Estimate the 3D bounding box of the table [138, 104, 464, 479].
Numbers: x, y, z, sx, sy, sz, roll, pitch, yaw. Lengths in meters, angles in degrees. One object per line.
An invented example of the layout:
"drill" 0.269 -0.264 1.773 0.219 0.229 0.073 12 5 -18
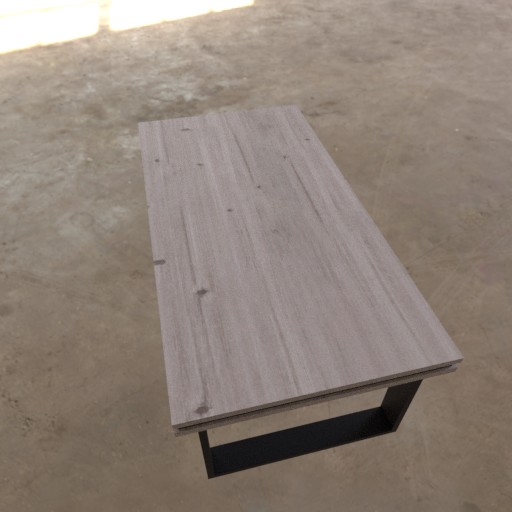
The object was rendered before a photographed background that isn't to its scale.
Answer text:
"table" 0.000 0.000 1.630 0.700 0.450 1.350 -10 46 -10
